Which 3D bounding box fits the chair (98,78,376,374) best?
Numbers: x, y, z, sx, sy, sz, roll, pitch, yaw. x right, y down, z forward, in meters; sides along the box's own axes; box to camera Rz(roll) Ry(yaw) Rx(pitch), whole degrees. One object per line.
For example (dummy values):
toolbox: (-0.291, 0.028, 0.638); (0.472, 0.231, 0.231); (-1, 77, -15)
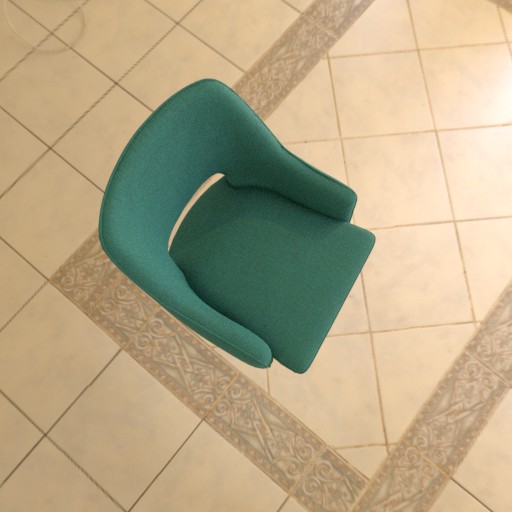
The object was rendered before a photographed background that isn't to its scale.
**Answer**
chair: (0.000, 0.000, 1.274); (0.605, 0.849, 0.548); (29, 79, 6)
